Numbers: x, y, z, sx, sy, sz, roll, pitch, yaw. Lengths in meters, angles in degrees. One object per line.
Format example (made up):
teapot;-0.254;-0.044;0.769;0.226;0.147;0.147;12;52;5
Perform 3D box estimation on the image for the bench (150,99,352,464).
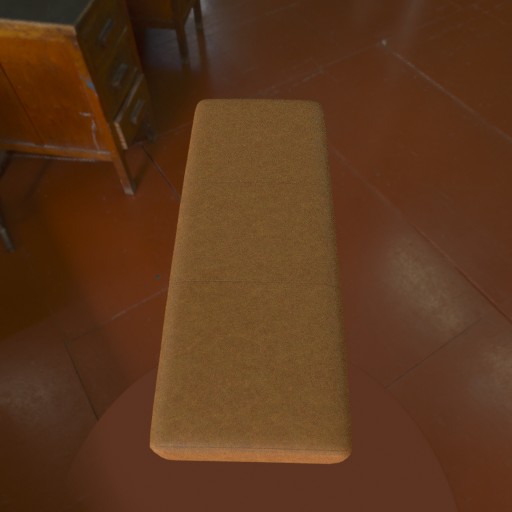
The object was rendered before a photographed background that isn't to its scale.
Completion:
bench;0.000;0.000;1.891;0.653;0.399;1.610;1;58;1
